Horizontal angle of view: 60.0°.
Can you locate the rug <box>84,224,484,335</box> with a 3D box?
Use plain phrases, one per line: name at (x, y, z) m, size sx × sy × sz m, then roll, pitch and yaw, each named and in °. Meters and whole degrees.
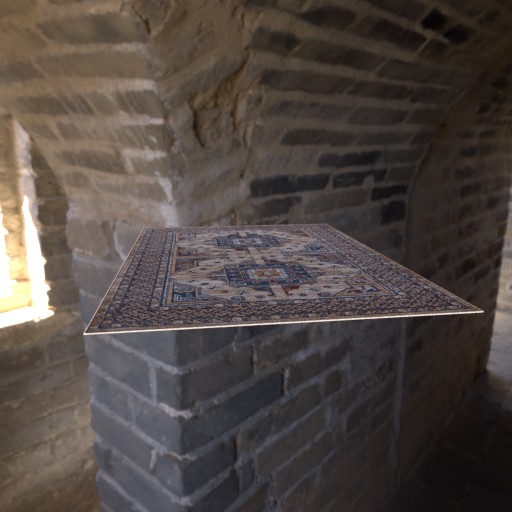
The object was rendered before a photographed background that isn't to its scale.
rug at (0.000, 0.000, 2.816) m, size 1.611 × 0.008 × 2.227 m, roll -2°, pitch 14°, yaw -8°
